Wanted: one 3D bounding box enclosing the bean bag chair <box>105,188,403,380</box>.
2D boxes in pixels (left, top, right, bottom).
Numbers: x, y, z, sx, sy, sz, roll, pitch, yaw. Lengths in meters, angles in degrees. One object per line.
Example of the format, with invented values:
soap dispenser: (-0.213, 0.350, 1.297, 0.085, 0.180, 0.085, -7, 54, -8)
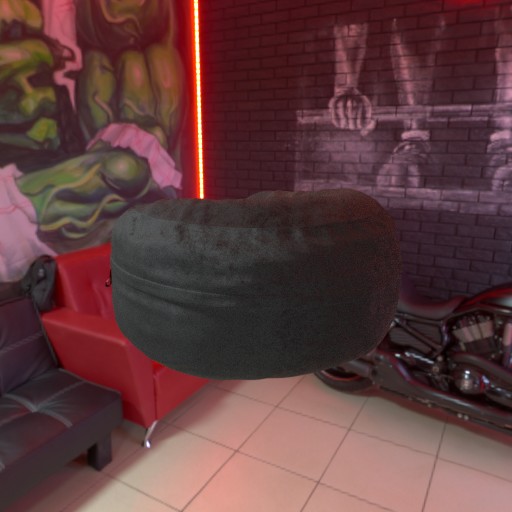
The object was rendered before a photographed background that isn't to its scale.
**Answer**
bean bag chair: (0.000, 0.000, 2.400, 1.525, 0.751, 1.525, 0, 14, 0)
